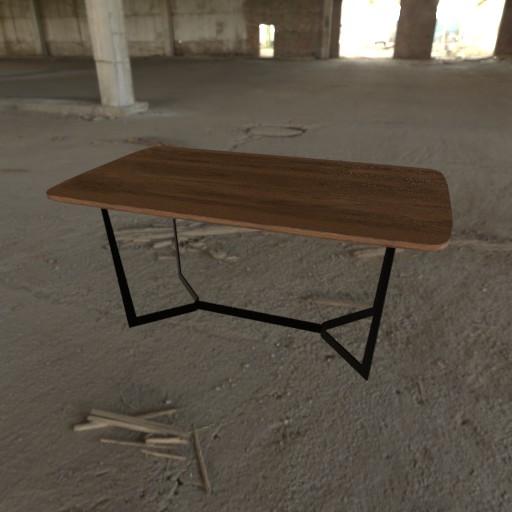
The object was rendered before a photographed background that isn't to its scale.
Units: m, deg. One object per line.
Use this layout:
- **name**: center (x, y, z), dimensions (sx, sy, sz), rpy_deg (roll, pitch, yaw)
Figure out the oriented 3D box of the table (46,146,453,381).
- **table**: center (0.000, 0.000, 2.181), dimensions (1.643, 0.765, 0.949), rpy_deg (9, 28, 17)
